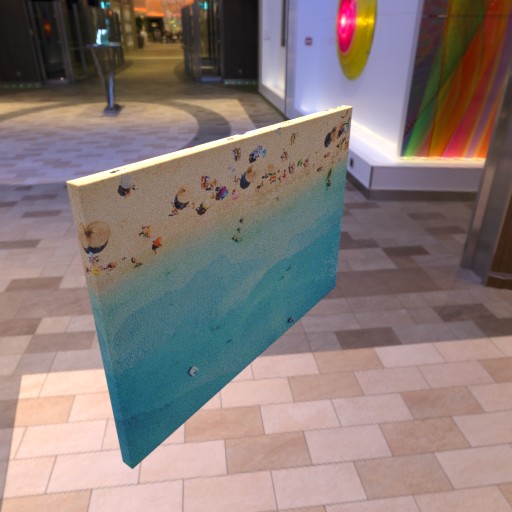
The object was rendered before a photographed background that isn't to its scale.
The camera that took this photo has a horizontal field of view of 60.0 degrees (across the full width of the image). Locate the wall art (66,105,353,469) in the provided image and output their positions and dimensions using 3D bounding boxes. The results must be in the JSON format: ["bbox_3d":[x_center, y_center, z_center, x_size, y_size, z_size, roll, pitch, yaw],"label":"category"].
[{"bbox_3d":[0.000,0.000,1.394,0.040,0.769,1.136,19,33,32],"label":"wall art"}]
